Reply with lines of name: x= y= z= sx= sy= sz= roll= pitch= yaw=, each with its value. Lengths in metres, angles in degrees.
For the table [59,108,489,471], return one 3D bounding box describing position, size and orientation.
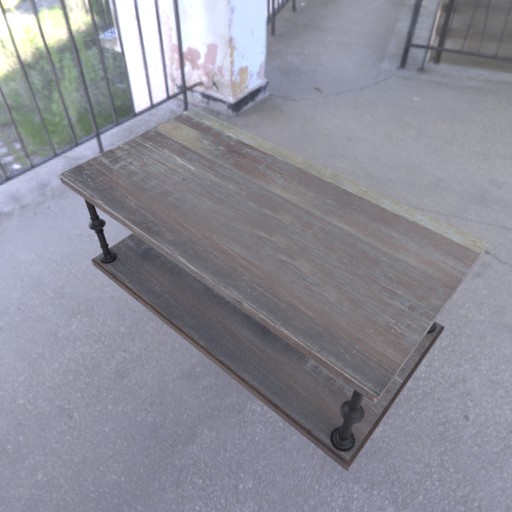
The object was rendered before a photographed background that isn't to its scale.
table: x=0.000 y=0.000 z=1.370 sx=1.088 sy=0.399 sz=0.554 roll=32 pitch=54 yaw=27
